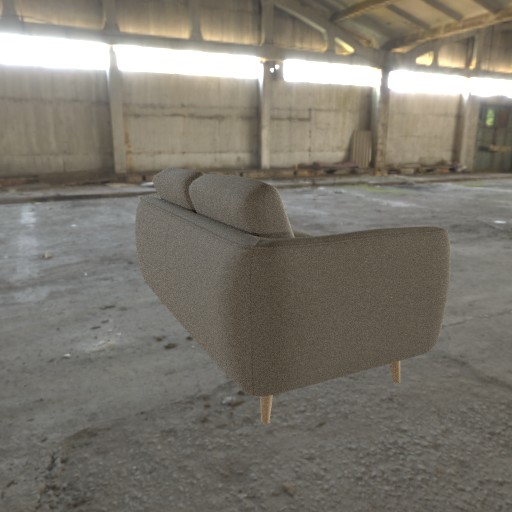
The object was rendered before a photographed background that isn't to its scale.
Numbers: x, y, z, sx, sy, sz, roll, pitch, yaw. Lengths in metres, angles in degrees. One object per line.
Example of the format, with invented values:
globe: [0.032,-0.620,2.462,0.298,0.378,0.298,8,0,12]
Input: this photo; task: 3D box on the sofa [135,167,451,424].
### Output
sofa: [0.000,0.000,2.232,0.920,0.850,1.700,-7,15,-26]
